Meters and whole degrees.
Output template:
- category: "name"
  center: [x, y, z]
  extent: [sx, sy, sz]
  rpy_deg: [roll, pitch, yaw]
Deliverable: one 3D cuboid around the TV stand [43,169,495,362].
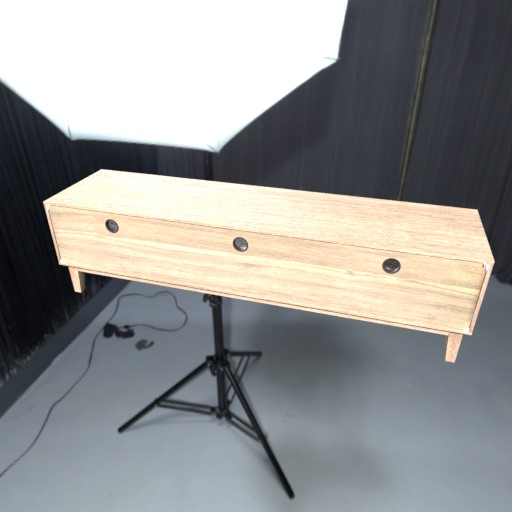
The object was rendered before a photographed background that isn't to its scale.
- category: "TV stand"
  center: [0.000, 0.000, 1.659]
  extent: [1.482, 0.409, 0.366]
  rpy_deg: [8, 31, 14]
